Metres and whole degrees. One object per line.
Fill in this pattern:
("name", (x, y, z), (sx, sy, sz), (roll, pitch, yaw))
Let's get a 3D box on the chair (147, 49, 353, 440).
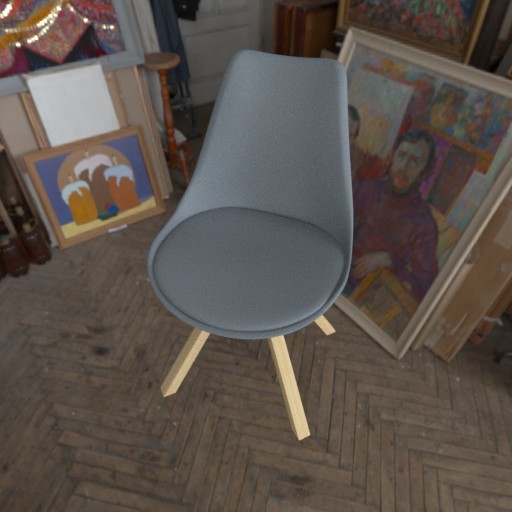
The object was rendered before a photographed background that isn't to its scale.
("chair", (0.000, 0.000, 1.153), (0.485, 0.850, 0.549), (13, 44, 14))
